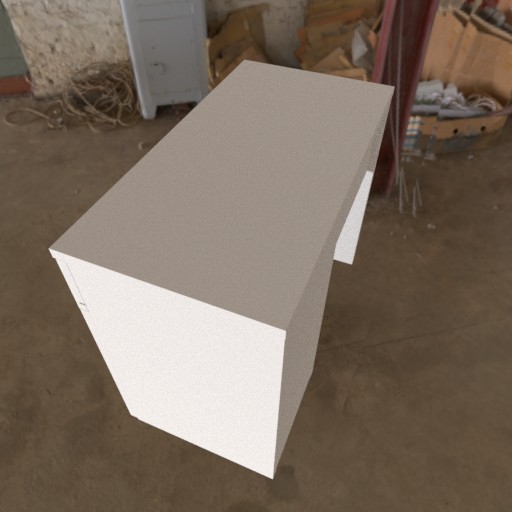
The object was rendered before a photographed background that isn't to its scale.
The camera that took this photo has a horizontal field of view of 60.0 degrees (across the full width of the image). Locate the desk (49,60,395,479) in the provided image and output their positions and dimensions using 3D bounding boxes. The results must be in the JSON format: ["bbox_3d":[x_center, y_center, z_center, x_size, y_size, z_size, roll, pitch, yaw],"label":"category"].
[{"bbox_3d":[0.000,0.000,1.310,0.482,0.730,0.898,17,49,15],"label":"desk"}]
